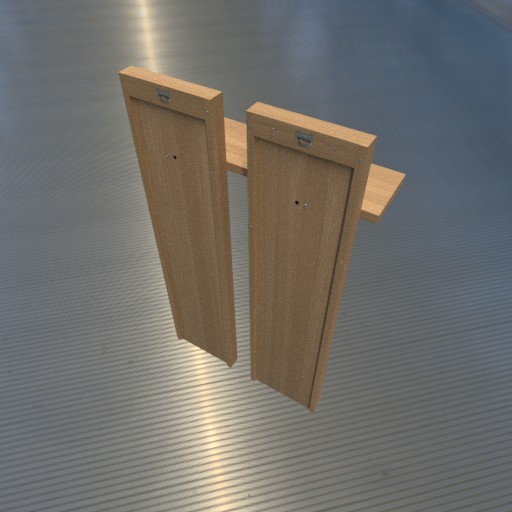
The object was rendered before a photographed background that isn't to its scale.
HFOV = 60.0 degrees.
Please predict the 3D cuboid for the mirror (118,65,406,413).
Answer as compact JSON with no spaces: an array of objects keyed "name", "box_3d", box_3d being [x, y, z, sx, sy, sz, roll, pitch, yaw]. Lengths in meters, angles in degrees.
[{"name":"mirror","box_3d":[0.000,0.000,1.578,0.800,1.250,0.260,24,50,21]}]
